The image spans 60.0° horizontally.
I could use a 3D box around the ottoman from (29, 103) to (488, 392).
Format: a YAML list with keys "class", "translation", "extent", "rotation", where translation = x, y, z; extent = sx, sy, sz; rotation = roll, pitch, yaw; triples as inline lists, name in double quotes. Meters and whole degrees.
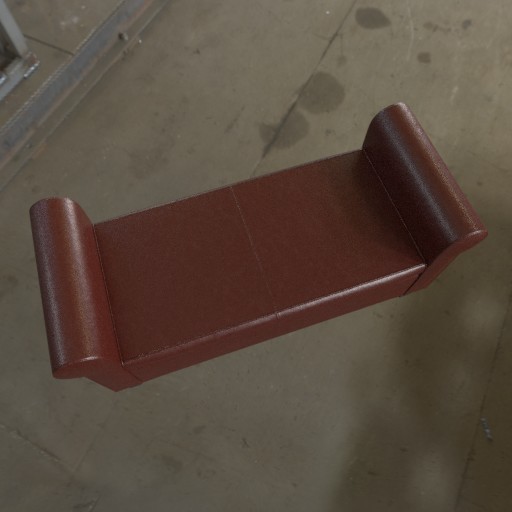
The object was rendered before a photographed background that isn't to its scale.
- class: "ottoman"
  translation: [0.000, 0.000, 1.500]
  extent: [1.256, 0.547, 0.521]
  rotation: [-17, 66, -8]
